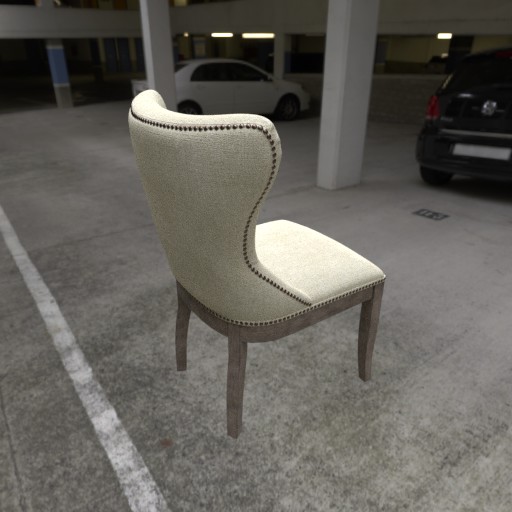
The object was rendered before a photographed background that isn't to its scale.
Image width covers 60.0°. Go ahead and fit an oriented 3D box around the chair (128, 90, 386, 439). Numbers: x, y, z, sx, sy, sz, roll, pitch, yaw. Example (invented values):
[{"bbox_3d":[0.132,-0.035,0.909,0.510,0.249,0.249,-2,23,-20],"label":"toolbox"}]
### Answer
[{"bbox_3d":[0.000,0.000,1.455,0.681,1.002,0.654,-17,32,-31],"label":"chair"}]
